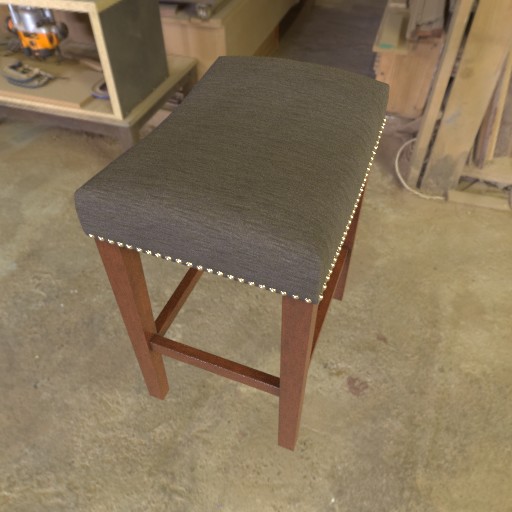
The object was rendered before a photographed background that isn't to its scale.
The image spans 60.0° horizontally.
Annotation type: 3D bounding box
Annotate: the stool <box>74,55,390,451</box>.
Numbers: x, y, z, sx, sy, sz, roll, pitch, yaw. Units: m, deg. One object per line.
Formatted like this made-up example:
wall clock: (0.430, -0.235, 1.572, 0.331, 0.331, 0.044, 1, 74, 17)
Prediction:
stool: (0.000, 0.000, 0.942, 0.372, 0.654, 0.504, 16, 49, 14)
